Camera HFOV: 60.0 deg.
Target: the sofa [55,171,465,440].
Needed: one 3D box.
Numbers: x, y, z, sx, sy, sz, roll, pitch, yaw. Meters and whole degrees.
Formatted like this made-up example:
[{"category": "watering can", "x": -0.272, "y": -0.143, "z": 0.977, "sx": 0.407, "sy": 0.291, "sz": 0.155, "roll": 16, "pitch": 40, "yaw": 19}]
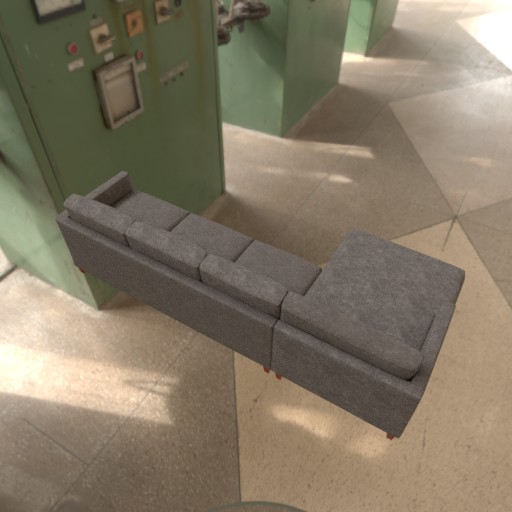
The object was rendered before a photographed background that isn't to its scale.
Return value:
[{"category": "sofa", "x": 0.000, "y": 0.000, "z": 4.141, "sx": 3.471, "sy": 0.954, "sz": 1.606, "roll": 23, "pitch": 50, "yaw": 22}]
